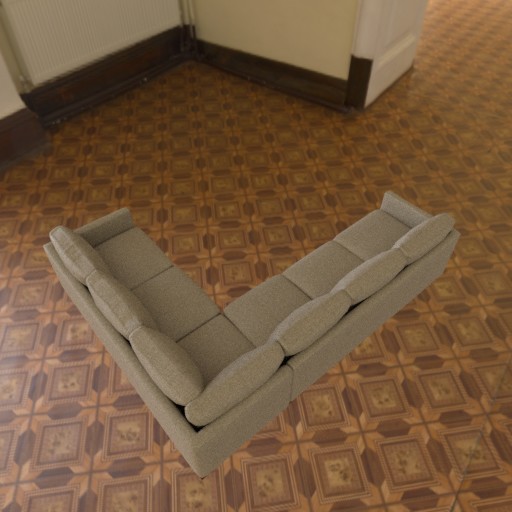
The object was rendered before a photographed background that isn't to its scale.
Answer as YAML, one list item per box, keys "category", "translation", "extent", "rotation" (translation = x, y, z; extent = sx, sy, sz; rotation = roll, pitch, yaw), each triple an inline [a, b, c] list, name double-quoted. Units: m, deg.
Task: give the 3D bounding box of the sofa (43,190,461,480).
- category: "sofa"
  translation: [0.000, 0.000, 4.526]
  extent: [3.302, 0.947, 2.593]
  rotation: [-32, 54, -26]
